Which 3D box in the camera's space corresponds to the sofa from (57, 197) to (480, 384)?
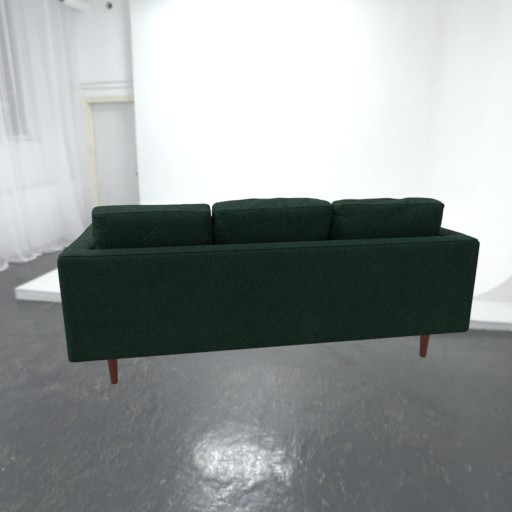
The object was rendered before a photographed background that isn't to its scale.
[{"bbox_3d":[0.000,0.000,2.870,2.030,0.899,1.580,-3,15,-9],"label":"sofa"}]
